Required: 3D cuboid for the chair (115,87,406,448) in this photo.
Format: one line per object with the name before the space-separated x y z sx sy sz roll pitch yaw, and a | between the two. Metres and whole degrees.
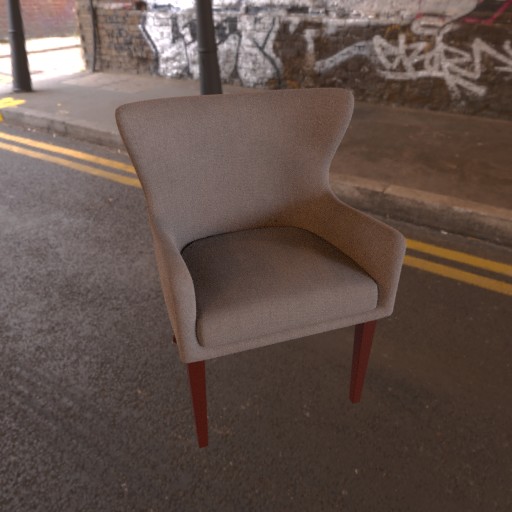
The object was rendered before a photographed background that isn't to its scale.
chair | 0.000 0.000 1.446 0.732 0.948 0.677 -10 32 -16
